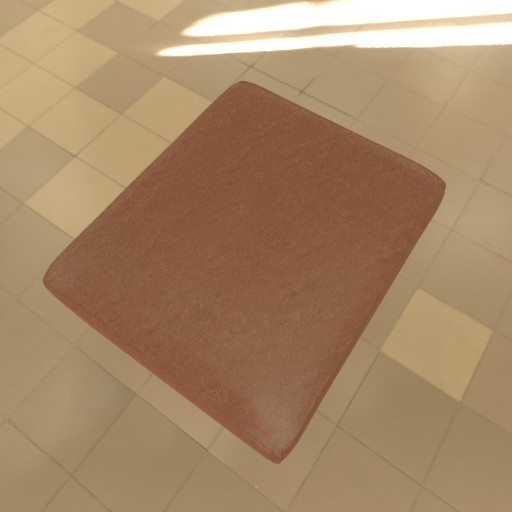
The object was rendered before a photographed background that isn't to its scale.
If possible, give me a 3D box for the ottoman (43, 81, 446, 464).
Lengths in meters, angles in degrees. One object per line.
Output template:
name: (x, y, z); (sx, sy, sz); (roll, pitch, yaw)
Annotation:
ottoman: (0.000, 0.000, 1.470); (0.836, 0.472, 0.987); (32, 67, 15)
